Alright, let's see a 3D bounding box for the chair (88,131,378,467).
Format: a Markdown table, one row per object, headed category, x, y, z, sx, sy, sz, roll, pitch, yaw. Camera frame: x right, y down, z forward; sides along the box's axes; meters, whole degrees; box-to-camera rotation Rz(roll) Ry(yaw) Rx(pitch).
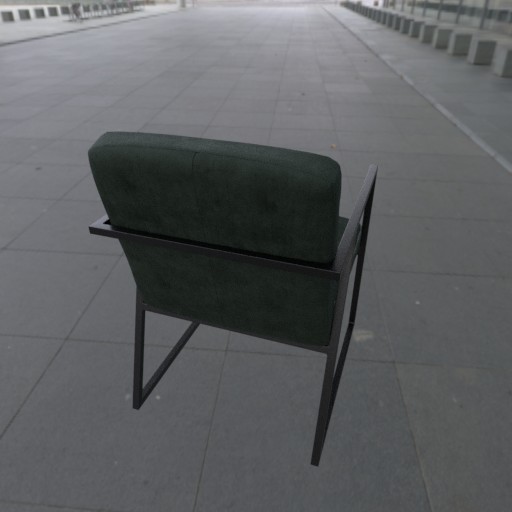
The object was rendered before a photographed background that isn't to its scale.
| category | x | y | z | sx | sy | sz | roll | pitch | yaw |
| --- | --- | --- | --- | --- | --- | --- | --- | --- | --- |
| chair | 0.000 | 0.000 | 1.283 | 0.571 | 0.833 | 0.677 | 11 | 33 | 17 |
